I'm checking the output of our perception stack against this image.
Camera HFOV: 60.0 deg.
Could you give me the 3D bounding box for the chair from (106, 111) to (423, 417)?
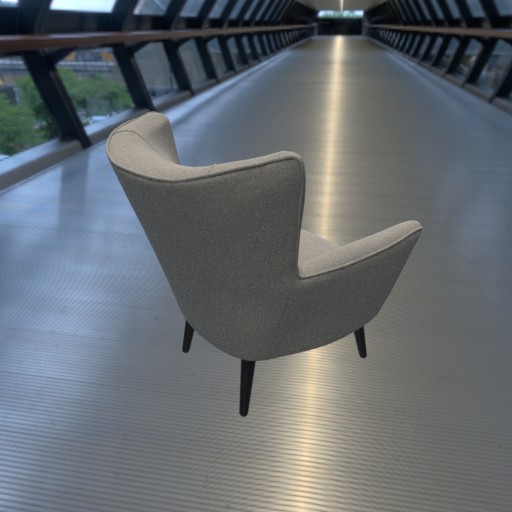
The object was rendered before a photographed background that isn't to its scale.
[{"bbox_3d":[0.000,0.000,1.584,0.888,0.933,0.781,-18,32,-32],"label":"chair"}]
